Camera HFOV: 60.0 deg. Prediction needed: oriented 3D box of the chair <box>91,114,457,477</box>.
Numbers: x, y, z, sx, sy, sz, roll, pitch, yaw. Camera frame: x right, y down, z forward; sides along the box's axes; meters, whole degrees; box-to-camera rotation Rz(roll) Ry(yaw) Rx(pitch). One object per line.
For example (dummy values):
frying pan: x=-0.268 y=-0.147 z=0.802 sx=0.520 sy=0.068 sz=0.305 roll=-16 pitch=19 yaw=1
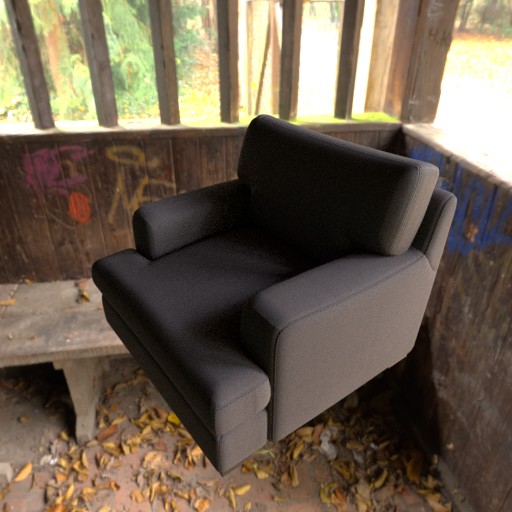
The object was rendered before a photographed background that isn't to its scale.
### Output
chair: x=0.000 y=0.000 z=1.932 sx=1.143 sy=0.940 sz=1.168 roll=-21 pitch=37 yaw=-31
